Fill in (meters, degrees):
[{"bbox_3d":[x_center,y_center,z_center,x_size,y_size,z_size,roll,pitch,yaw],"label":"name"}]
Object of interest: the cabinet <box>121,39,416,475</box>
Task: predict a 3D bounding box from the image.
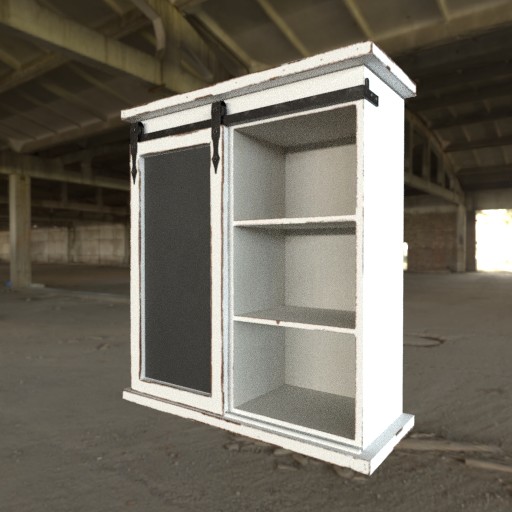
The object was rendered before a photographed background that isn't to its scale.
[{"bbox_3d":[0.000,0.000,0.854,0.541,0.603,0.210,1,1,36],"label":"cabinet"}]
